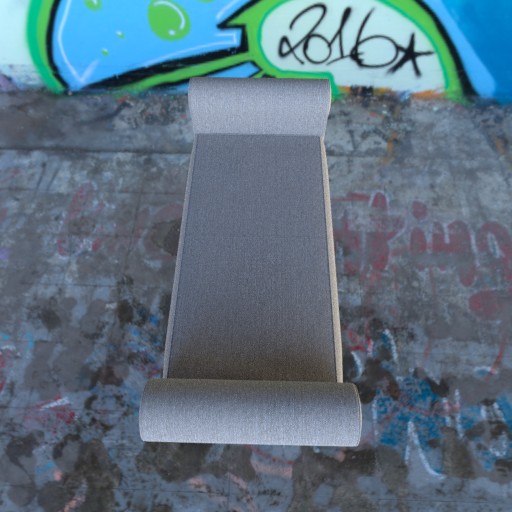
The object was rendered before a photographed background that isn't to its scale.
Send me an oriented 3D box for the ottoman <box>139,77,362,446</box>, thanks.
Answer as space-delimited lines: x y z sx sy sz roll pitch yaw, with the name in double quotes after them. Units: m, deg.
0.000 0.000 1.525 0.521 0.547 1.256 1 59 1 "ottoman"
